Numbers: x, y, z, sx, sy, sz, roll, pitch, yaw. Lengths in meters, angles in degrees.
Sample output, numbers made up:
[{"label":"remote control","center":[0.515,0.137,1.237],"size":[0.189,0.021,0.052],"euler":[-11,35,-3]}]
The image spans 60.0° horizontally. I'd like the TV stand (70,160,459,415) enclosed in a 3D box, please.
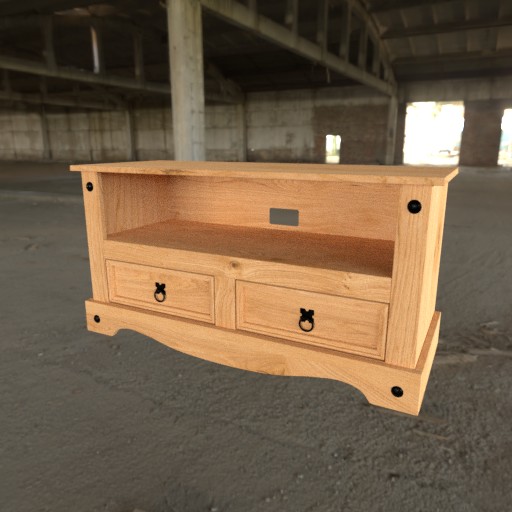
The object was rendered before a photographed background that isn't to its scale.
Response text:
[{"label":"TV stand","center":[0.000,0.000,1.385],"size":[1.080,0.550,0.440],"euler":[7,16,26]}]
